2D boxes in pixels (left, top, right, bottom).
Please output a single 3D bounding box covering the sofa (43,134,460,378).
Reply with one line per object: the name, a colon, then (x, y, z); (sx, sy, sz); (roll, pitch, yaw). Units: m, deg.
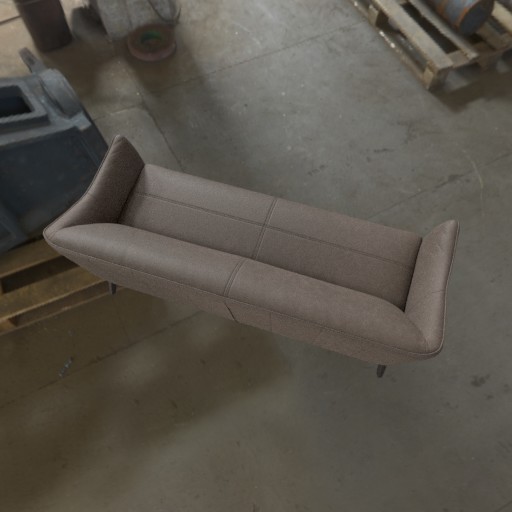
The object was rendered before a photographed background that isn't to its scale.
sofa: (0.000, 0.000, 2.373); (1.928, 0.831, 0.869); (16, 64, 8)
